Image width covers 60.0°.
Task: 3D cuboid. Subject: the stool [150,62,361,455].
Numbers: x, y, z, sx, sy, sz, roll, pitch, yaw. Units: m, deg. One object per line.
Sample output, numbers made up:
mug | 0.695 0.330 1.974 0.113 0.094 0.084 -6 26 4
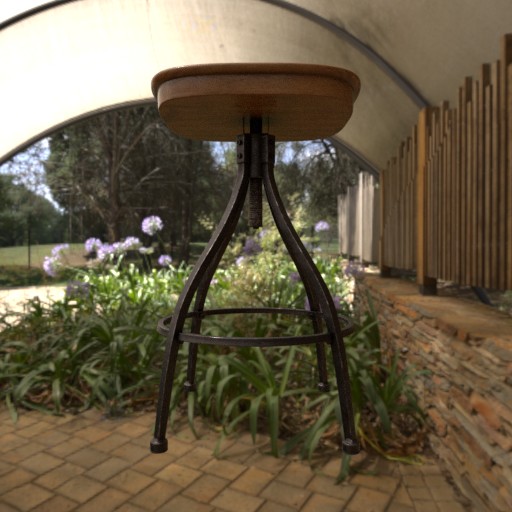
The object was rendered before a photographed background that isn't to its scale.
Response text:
stool | 0.000 0.000 0.963 0.432 0.694 0.424 0 1 1
